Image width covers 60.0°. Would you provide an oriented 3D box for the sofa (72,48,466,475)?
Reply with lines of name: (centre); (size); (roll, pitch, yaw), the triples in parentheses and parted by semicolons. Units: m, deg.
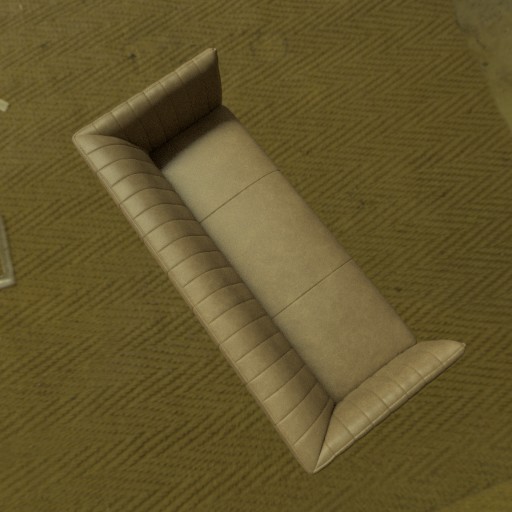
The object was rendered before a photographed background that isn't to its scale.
sofa: (0.000, 0.000, 2.392); (0.876, 0.779, 1.980); (-36, 79, -8)
